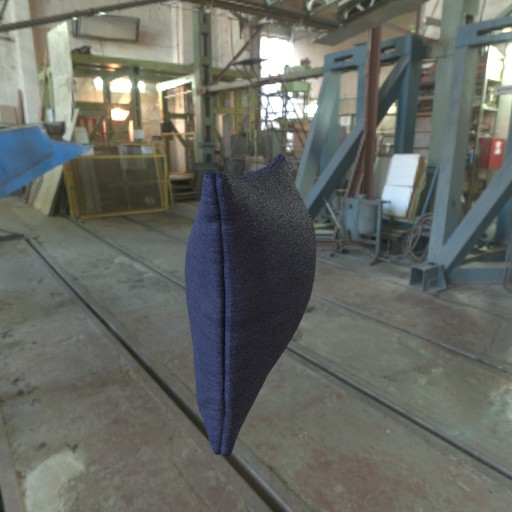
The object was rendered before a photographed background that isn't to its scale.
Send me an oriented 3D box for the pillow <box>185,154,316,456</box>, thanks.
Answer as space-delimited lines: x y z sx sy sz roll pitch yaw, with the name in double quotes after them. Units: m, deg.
0.000 0.000 0.788 0.210 0.338 0.633 2 15 9 "pillow"
